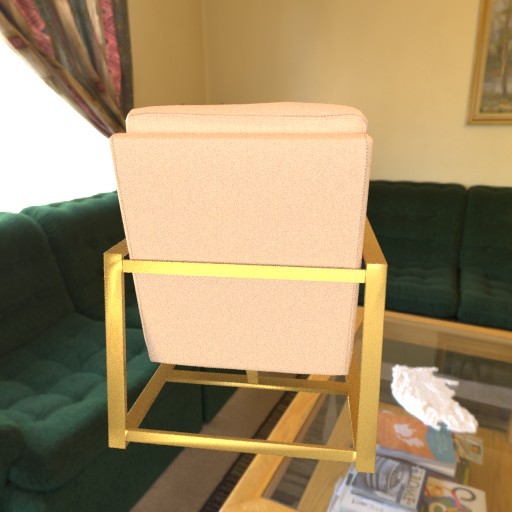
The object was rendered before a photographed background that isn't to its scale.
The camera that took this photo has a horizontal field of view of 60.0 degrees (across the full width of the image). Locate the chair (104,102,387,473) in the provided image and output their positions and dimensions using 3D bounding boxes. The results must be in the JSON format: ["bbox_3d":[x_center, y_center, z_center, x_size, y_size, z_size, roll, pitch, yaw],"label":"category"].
[{"bbox_3d":[0.000,0.000,1.495,0.758,0.956,0.813,2,16,8],"label":"chair"}]
